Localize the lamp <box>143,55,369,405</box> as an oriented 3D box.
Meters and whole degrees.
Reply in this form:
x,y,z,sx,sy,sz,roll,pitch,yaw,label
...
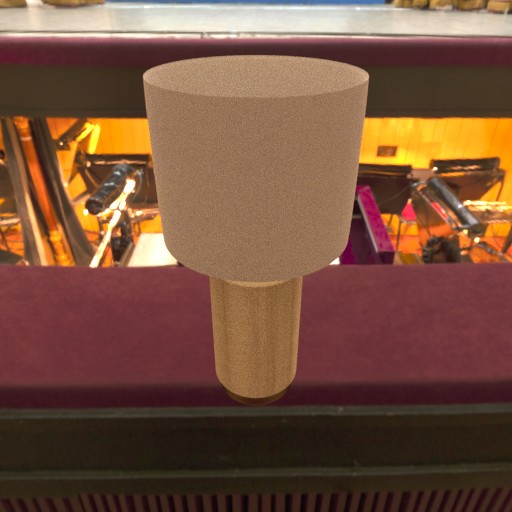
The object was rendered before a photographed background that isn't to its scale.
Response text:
x,y,z,sx,sy,sz,roll,pitch,yaw,label
0.000,0.000,0.571,0.228,0.444,0.228,0,32,0,lamp
